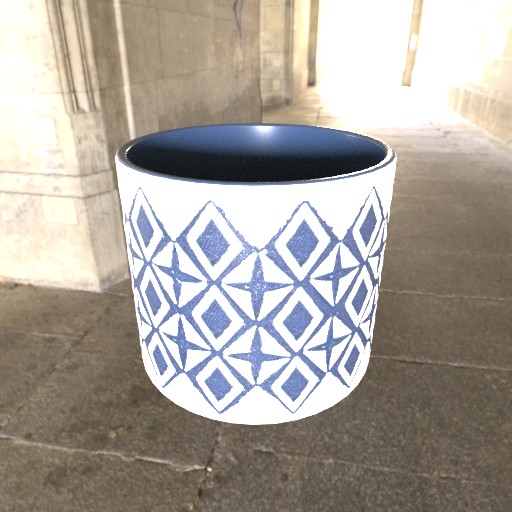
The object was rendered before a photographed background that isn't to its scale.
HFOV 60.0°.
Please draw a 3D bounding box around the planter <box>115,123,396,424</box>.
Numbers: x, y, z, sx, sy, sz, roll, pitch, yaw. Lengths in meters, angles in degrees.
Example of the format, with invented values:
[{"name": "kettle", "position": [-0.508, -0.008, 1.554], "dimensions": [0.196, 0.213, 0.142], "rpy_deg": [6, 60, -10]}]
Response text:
[{"name": "planter", "position": [0.000, 0.000, 0.290], "dimensions": [0.159, 0.144, 0.159], "rpy_deg": [0, 26, 0]}]
